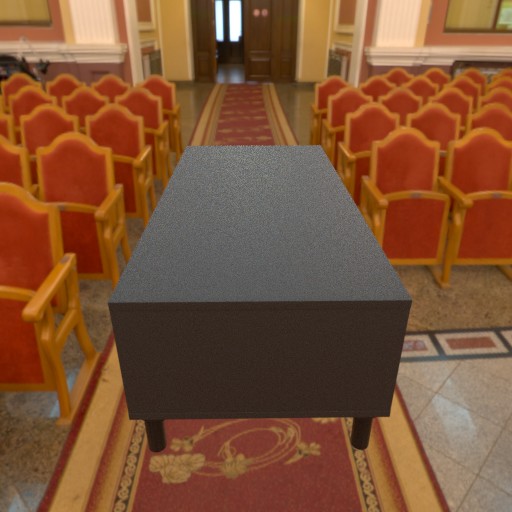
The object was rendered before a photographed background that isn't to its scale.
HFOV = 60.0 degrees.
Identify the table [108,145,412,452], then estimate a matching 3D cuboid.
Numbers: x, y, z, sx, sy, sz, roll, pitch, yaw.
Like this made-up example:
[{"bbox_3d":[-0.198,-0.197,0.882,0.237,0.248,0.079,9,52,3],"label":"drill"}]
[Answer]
[{"bbox_3d":[0.000,0.000,1.342,0.550,0.400,1.100,0,28,-1],"label":"table"}]
